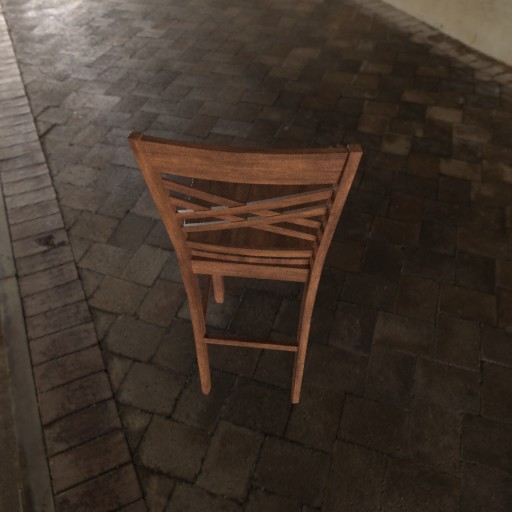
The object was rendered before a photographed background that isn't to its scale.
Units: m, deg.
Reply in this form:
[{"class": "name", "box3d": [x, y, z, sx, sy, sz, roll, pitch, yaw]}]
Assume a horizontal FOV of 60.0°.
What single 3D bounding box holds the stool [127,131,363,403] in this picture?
[{"class": "stool", "box3d": [0.000, 0.000, 1.366, 0.433, 1.105, 0.487, 5, 48, 4]}]
